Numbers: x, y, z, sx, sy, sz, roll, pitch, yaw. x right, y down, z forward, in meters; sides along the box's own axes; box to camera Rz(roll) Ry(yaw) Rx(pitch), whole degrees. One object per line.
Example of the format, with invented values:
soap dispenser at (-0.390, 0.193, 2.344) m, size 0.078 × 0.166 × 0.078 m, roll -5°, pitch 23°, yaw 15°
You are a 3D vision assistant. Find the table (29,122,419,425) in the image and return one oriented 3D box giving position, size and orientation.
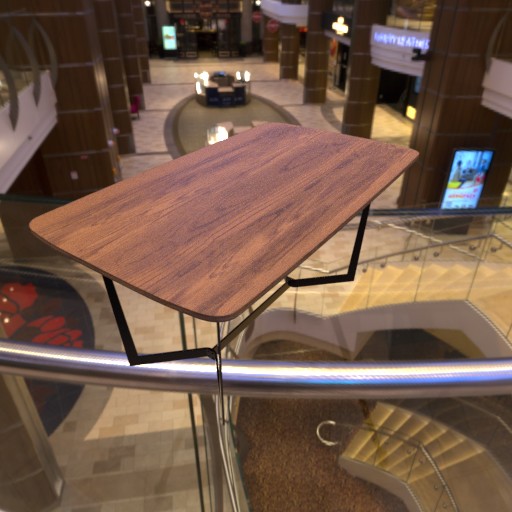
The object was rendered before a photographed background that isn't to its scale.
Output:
table at (0.000, 0.000, 2.114) m, size 0.949 × 0.765 × 1.643 m, roll 21°, pitch 38°, yaw 29°
